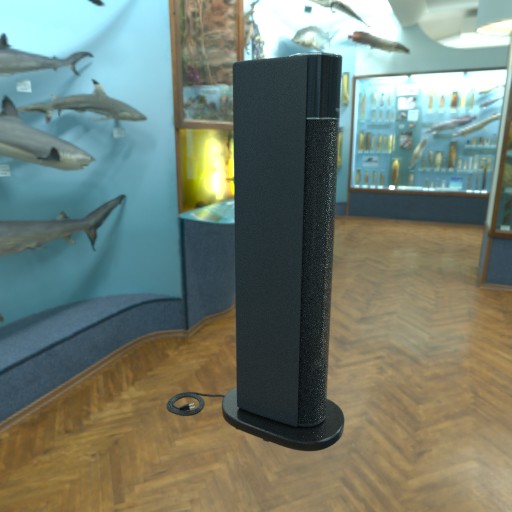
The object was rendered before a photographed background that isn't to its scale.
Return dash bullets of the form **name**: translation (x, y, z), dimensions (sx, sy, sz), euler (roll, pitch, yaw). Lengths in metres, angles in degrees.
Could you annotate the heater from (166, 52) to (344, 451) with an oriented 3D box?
- **heater**: translation (0.000, 0.000, 1.052), dimensions (0.458, 0.856, 0.214), euler (7, 17, 25)
